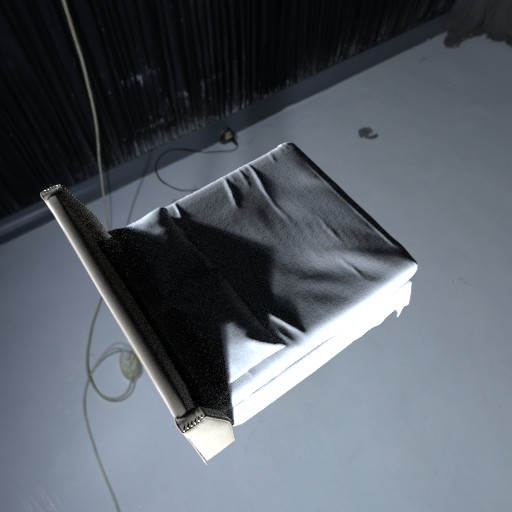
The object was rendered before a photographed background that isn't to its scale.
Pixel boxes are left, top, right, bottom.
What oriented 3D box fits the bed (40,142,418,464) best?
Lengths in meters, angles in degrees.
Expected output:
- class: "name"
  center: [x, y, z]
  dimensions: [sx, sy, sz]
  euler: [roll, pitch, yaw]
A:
- class: "bed"
  center: [0.000, 0.000, 3.489]
  dimensions: [2.276, 1.332, 1.925]
  euler: [-31, 64, -17]
